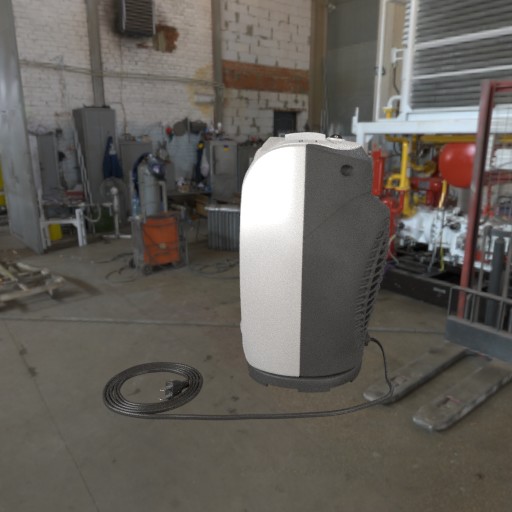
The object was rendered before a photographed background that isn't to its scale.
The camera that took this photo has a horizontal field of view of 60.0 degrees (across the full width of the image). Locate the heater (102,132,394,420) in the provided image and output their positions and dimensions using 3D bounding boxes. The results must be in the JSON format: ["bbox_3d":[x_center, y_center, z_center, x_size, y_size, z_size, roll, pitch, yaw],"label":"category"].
[{"bbox_3d":[0.000,0.000,0.474,0.291,0.255,0.239,2,15,8],"label":"heater"}]
